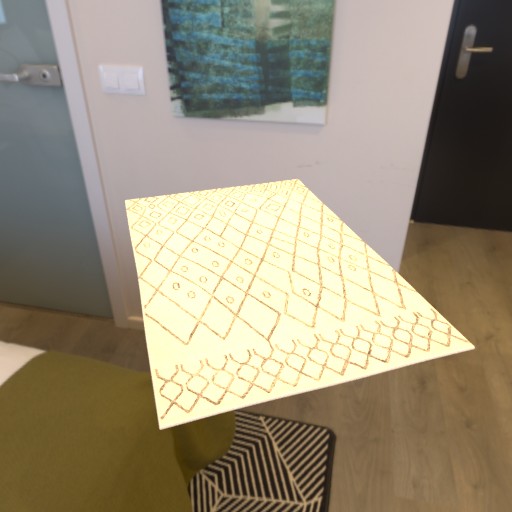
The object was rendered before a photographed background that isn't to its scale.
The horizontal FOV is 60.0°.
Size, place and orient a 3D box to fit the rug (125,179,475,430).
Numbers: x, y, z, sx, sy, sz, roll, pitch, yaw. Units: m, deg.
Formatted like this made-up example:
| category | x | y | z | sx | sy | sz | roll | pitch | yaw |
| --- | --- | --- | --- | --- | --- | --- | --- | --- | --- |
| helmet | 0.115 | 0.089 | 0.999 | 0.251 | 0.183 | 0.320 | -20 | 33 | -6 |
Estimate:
| category | x | y | z | sx | sy | sz | roll | pitch | yaw |
| --- | --- | --- | --- | --- | --- | --- | --- | --- | --- |
| rug | 0.000 | 0.000 | 2.312 | 1.222 | 0.015 | 1.828 | -9 | 33 | -15 |
